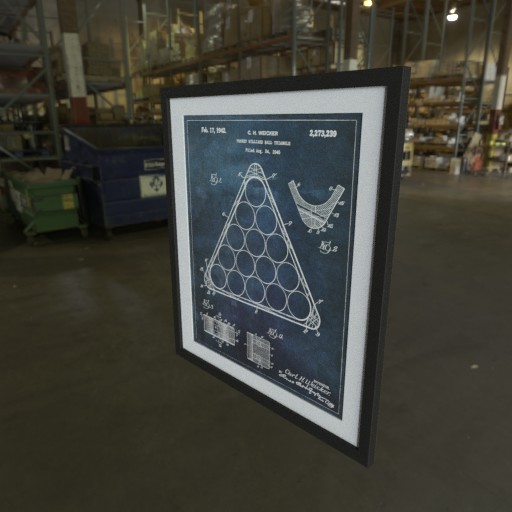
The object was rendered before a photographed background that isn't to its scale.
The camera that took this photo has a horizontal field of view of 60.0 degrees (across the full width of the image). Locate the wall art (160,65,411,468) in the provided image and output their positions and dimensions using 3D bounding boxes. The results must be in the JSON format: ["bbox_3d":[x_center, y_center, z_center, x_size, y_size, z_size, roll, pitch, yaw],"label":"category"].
[{"bbox_3d":[0.000,0.000,1.164,0.755,0.863,0.028,16,23,42],"label":"wall art"}]
